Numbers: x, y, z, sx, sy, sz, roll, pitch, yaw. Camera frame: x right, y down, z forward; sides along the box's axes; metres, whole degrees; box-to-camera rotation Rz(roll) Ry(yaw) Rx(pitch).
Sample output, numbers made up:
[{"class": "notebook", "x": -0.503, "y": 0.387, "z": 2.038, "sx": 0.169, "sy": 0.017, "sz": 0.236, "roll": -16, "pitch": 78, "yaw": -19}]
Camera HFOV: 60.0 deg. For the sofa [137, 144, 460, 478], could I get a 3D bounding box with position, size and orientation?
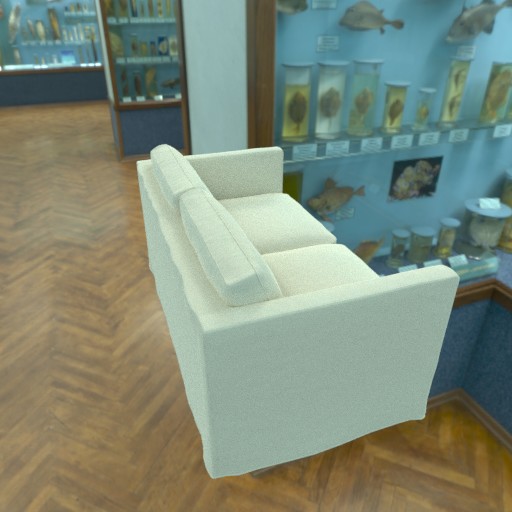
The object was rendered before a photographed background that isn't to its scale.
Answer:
[{"class": "sofa", "x": 0.000, "y": 0.000, "z": 2.262, "sx": 0.962, "sy": 0.834, "sz": 1.746, "roll": -10, "pitch": 31, "yaw": -17}]
